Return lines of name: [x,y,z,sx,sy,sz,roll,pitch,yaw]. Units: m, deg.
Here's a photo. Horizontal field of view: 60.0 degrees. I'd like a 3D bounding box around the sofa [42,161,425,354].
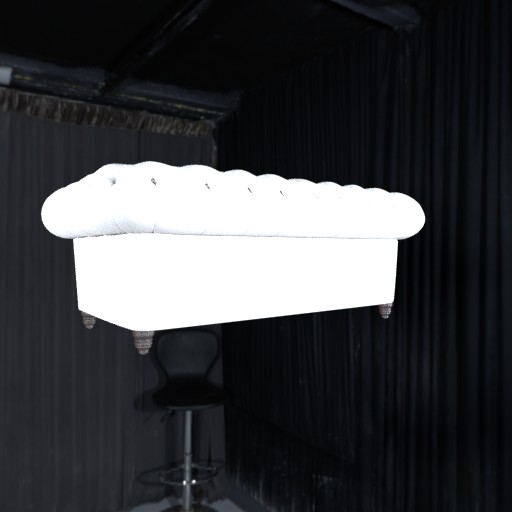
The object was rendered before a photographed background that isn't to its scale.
sofa: [0.000,0.000,2.452,1.998,0.764,0.986,-1,1,-37]
